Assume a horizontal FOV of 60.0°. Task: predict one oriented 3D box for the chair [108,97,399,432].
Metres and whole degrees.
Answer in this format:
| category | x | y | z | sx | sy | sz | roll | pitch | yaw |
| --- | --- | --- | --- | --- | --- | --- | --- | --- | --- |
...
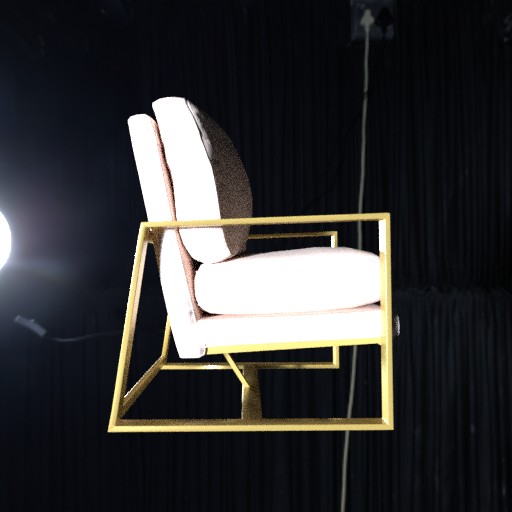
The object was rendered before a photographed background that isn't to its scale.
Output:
| category | x | y | z | sx | sy | sz | roll | pitch | yaw |
| --- | --- | --- | --- | --- | --- | --- | --- | --- | --- |
| chair | 0.000 | 0.000 | 1.580 | 0.813 | 0.956 | 0.758 | 0 | -1 | -1 |
